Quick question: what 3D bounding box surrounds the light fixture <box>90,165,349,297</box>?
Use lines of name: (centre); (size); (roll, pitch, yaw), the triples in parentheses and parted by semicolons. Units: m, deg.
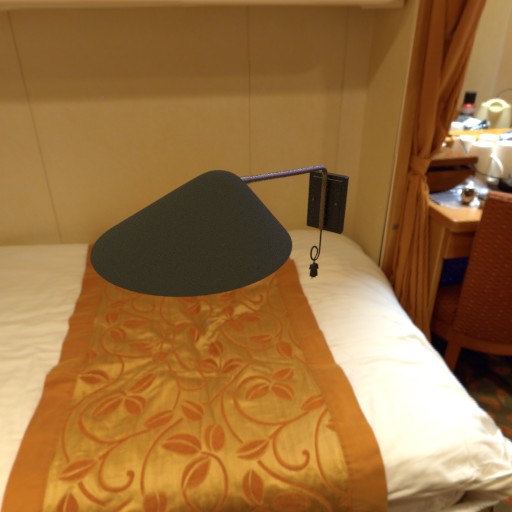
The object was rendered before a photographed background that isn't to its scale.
light fixture: (0.000, 0.000, 0.680); (0.240, 0.312, 0.516); (17, 33, 29)
